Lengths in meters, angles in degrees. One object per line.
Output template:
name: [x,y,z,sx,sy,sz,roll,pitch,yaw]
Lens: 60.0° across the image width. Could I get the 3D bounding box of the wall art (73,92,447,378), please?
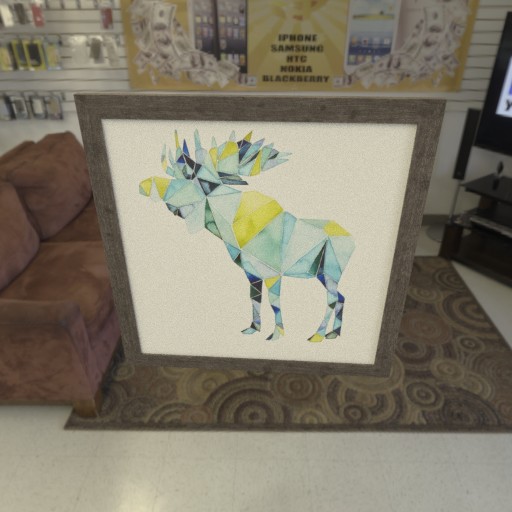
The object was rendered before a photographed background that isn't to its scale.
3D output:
wall art: [0.000,0.000,0.661,0.457,0.457,0.013,2,30,3]
